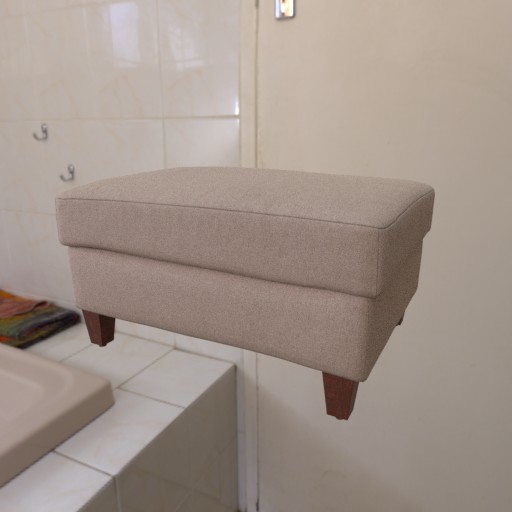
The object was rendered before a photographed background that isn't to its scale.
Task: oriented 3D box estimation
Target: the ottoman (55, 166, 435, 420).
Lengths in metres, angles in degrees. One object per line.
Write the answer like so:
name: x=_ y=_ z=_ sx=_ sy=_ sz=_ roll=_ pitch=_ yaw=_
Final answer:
ottoman: x=0.000 y=0.000 z=1.325 sx=0.902 sy=0.511 sz=0.692 roll=8 pitch=17 yaw=27
